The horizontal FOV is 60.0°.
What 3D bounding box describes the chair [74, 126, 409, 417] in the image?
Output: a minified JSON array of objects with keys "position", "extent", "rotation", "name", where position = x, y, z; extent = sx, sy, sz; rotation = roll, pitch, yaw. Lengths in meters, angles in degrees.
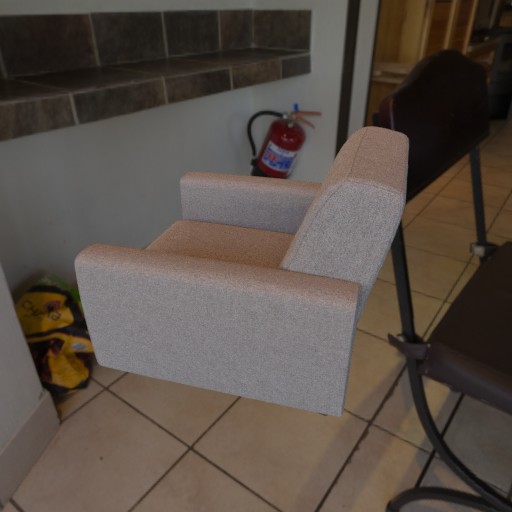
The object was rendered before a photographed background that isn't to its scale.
[{"position":[0.000,0.000,1.565],"extent":[0.907,0.839,0.831],"rotation":[9,31,15],"name":"chair"}]
